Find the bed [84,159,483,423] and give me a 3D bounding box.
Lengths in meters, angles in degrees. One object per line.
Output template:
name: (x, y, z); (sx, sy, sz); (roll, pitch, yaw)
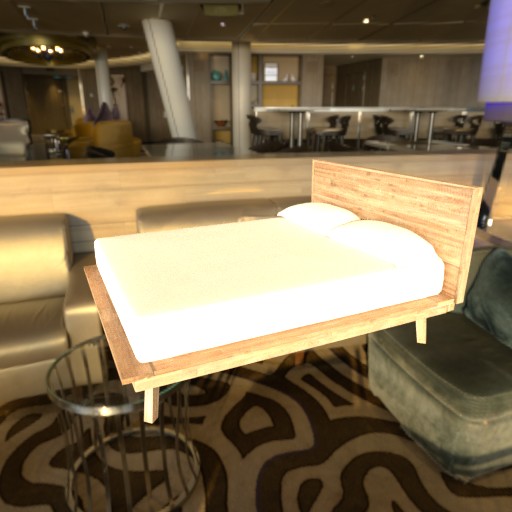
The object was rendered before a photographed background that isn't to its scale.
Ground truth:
bed: (0.000, 0.000, 3.092); (2.145, 1.071, 1.759); (-9, 20, -24)
